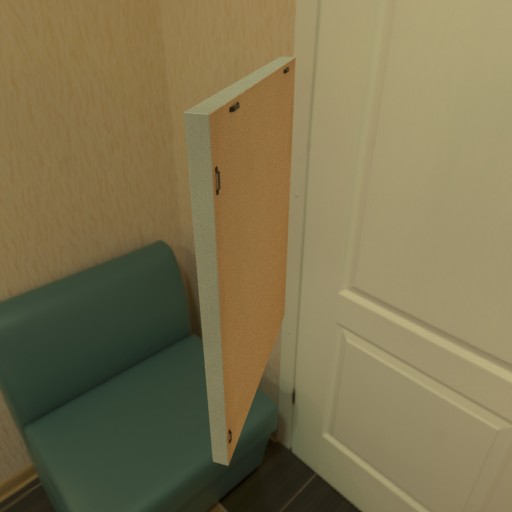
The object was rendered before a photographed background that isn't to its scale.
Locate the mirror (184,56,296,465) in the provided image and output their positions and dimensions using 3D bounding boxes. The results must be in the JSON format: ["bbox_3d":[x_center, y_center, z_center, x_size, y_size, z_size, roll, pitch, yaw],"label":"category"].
[{"bbox_3d":[0.000,0.000,0.936,0.039,0.710,0.507,9,33,14],"label":"mirror"}]
